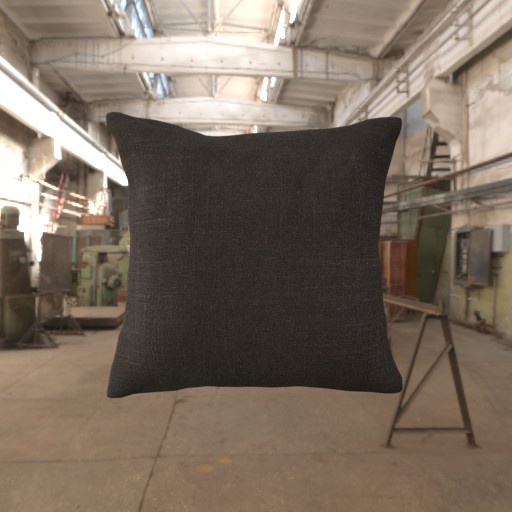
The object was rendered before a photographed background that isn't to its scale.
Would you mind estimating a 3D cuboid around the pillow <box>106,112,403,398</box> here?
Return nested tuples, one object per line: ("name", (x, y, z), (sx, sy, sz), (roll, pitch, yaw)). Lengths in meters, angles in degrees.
("pillow", (0.000, 0.000, 0.697), (0.468, 0.444, 0.138), (0, 1, -2))
